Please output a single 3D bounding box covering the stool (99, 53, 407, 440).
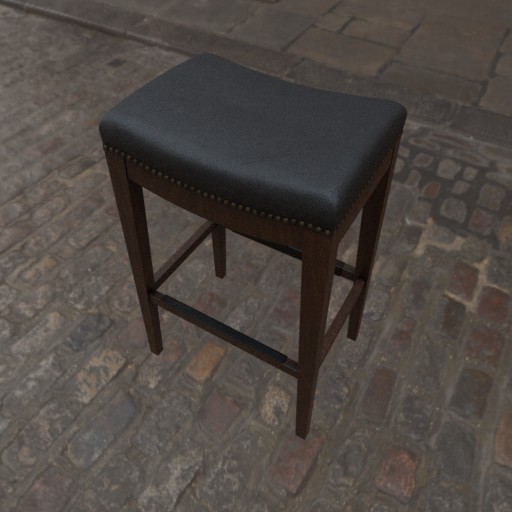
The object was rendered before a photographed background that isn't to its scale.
[{"bbox_3d":[0.000,0.000,1.034,0.500,0.765,0.361,23,51,20],"label":"stool"}]
